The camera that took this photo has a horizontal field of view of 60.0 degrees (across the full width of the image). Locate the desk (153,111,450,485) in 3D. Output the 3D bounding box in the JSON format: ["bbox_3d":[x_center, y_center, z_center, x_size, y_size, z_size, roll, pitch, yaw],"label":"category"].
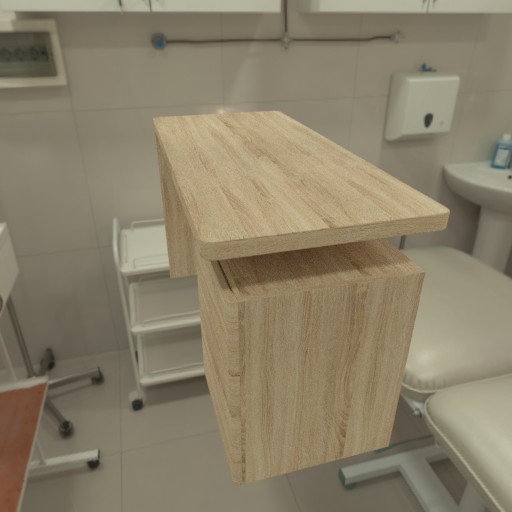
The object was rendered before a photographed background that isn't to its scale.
[{"bbox_3d":[0.000,0.000,1.574,0.550,0.760,1.200,-8,29,-14],"label":"desk"}]
